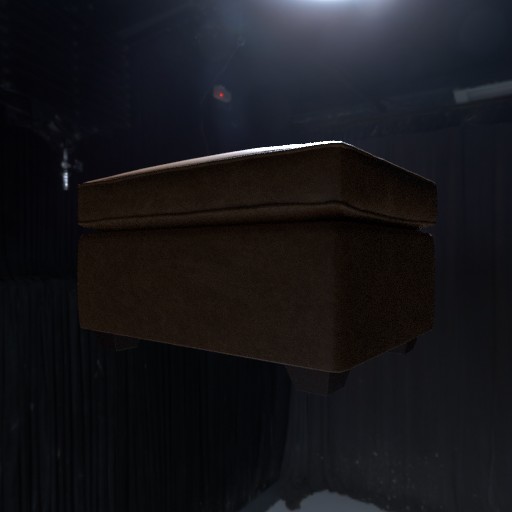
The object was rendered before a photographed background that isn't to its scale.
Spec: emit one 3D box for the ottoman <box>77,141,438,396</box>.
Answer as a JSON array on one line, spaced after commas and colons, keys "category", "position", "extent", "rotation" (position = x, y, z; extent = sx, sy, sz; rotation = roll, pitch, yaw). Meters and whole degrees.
[{"category": "ottoman", "position": [0.000, 0.000, 1.113], "extent": [0.756, 0.468, 0.554], "rotation": [0, 0, 37]}]
